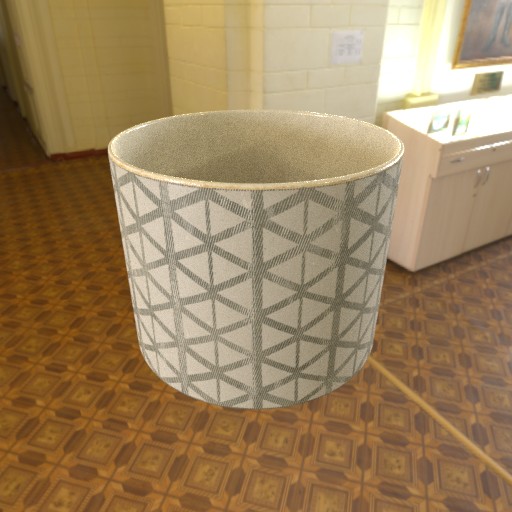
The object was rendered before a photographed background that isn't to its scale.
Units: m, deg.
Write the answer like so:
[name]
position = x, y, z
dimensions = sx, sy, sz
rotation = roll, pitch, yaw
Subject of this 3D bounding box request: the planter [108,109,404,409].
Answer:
[planter]
position = 0.000, 0.000, 0.446
dimensions = 0.250, 0.239, 0.250
rotation = 0, 29, 0
